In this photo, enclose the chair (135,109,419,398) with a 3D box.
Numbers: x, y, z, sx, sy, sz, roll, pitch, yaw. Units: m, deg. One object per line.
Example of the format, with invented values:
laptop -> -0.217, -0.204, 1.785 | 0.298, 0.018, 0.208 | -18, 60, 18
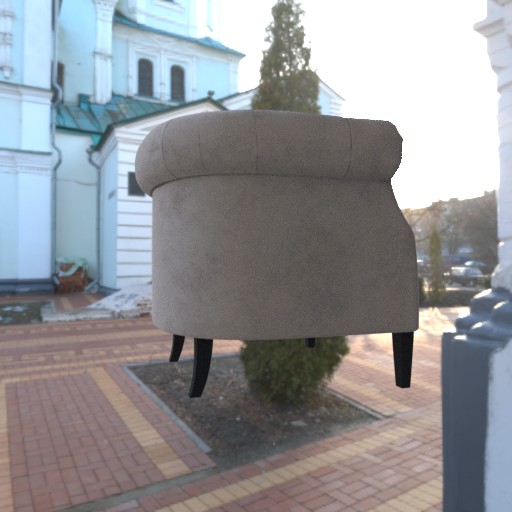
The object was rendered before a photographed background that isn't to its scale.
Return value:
chair -> 0.000, 0.000, 1.608 | 0.851, 0.826, 0.904 | 0, -1, -18
